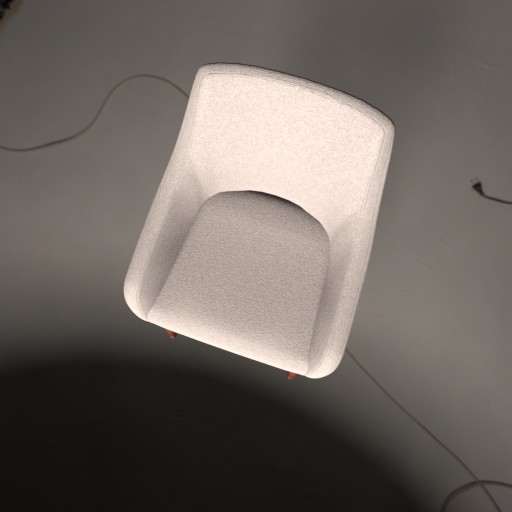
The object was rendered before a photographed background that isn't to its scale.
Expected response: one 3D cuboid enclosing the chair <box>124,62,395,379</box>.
[{"bbox_3d":[0.000,0.000,1.292,0.609,0.889,0.600,18,77,4],"label":"chair"}]
